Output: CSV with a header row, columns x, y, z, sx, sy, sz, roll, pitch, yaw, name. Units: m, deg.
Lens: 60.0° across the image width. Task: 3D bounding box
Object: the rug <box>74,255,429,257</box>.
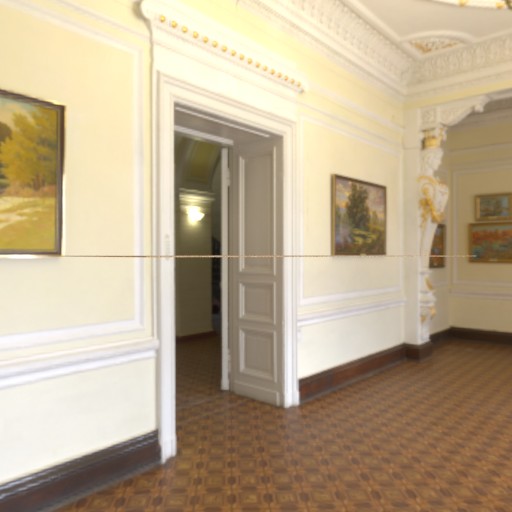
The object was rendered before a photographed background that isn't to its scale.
x,y,z,sx,sy,sz,roll,pitch,yaw,name
0.000,0.000,4.043,3.067,0.005,2.460,0,0,-35,rug
